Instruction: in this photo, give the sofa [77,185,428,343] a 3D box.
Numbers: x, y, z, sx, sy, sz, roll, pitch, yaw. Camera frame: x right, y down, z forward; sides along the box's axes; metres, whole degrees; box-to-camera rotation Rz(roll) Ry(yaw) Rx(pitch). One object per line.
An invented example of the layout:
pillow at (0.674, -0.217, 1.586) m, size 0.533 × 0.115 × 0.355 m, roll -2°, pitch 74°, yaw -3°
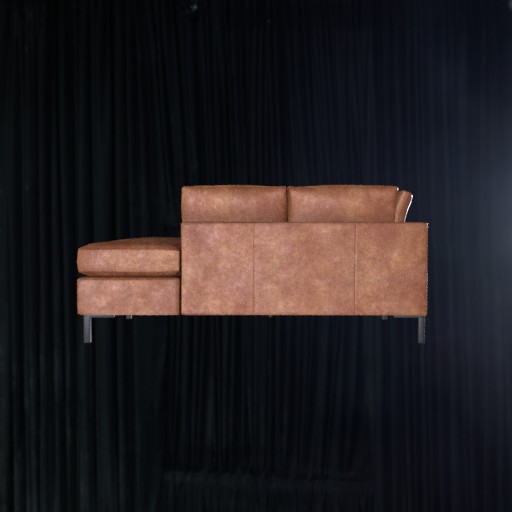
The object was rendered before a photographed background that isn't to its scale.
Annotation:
sofa at (0.000, 0.000, 3.876) m, size 1.938 × 0.877 × 2.984 m, roll 0°, pitch 2°, yaw 1°
